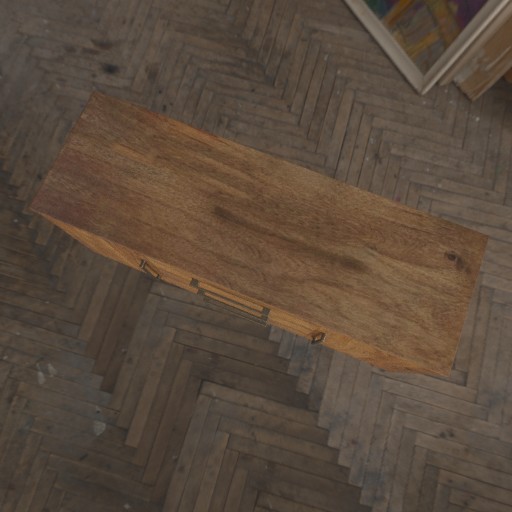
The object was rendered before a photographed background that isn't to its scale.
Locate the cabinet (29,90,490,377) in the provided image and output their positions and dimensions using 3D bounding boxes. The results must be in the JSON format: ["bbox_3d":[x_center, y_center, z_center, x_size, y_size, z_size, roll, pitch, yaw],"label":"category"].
[{"bbox_3d":[0.000,0.000,1.780,1.373,0.812,0.480,21,77,5],"label":"cabinet"}]
